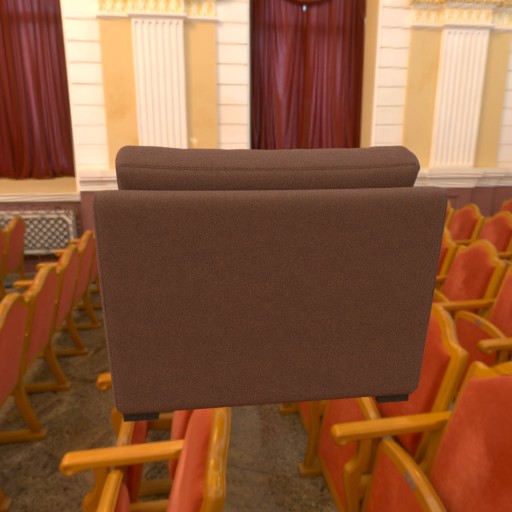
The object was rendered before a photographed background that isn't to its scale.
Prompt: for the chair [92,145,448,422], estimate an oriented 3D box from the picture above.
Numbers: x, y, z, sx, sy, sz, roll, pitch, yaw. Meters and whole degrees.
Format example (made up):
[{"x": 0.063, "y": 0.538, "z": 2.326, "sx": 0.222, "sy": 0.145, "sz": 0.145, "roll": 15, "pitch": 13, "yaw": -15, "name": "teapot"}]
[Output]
[{"x": 0.000, "y": 0.000, "z": 1.947, "sx": 1.168, "sy": 0.940, "sz": 1.143, "roll": -2, "pitch": 14, "yaw": -7, "name": "chair"}]
